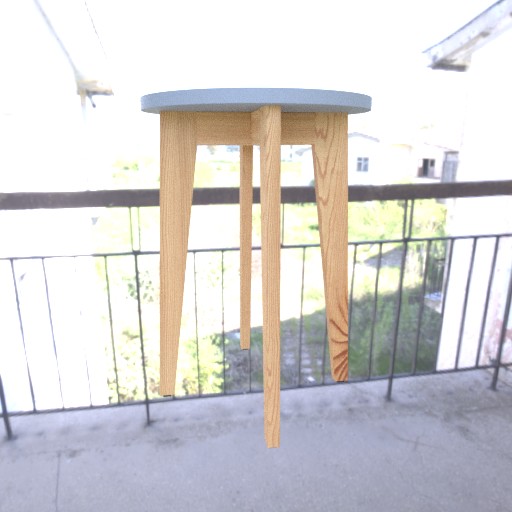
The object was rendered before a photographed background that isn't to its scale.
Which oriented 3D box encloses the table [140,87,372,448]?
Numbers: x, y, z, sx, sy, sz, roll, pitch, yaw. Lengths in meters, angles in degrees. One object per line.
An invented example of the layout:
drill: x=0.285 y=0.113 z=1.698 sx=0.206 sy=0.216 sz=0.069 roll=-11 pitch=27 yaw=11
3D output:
table: x=0.000 y=0.000 z=0.751 sx=0.350 sy=0.500 sz=0.350 roll=0 pitch=15 yaw=0
